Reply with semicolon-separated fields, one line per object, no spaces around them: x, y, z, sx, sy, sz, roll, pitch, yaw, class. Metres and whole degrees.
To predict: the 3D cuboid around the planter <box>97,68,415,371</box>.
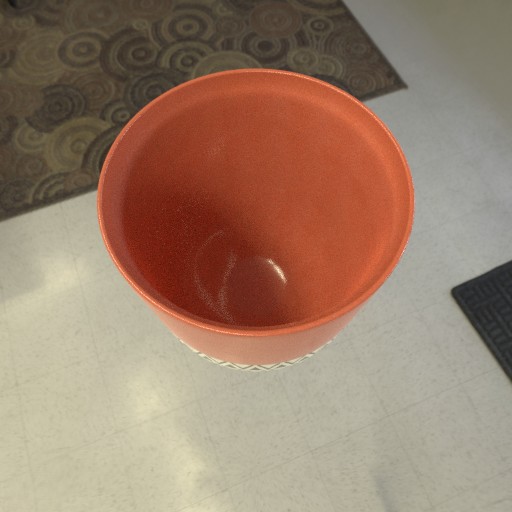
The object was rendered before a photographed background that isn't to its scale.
0.000;0.000;0.370;0.195;0.214;0.195;0;65;0;planter
